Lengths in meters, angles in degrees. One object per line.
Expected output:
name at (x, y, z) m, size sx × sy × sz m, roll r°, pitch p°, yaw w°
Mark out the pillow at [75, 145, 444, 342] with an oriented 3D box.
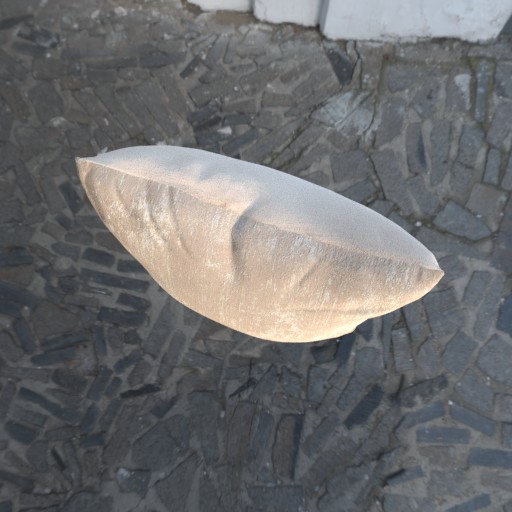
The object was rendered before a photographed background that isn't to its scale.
pillow at (0.000, 0.000, 0.715) m, size 0.450 × 0.448 × 0.245 m, roll 20°, pitch 76°, yaw 5°
